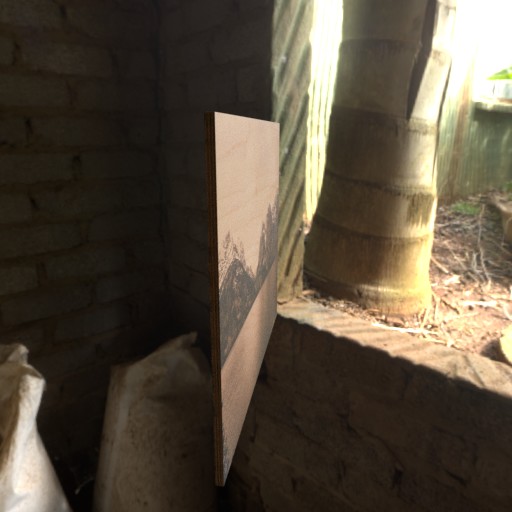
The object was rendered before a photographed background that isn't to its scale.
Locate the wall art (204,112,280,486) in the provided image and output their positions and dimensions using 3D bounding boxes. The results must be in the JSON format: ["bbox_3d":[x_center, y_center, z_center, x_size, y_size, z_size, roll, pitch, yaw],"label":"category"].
[{"bbox_3d":[0.000,0.000,0.694,0.010,0.408,0.508,3,16,9],"label":"wall art"}]
